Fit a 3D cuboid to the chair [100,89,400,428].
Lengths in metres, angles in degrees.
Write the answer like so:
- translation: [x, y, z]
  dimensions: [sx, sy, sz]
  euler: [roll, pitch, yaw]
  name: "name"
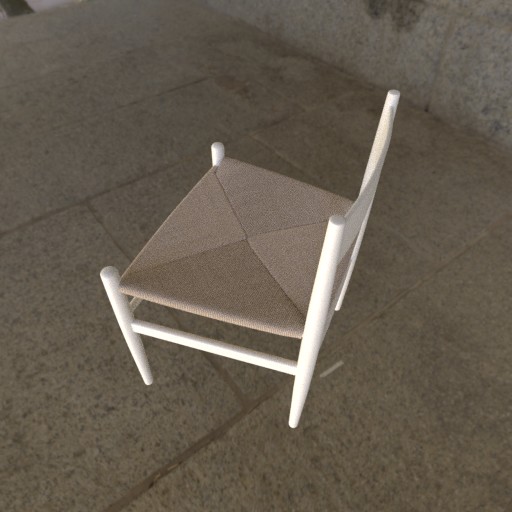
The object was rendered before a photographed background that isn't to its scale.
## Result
- translation: [0.000, 0.000, 1.120]
  dimensions: [0.495, 0.762, 0.556]
  euler: [17, 49, 15]
  name: "chair"
